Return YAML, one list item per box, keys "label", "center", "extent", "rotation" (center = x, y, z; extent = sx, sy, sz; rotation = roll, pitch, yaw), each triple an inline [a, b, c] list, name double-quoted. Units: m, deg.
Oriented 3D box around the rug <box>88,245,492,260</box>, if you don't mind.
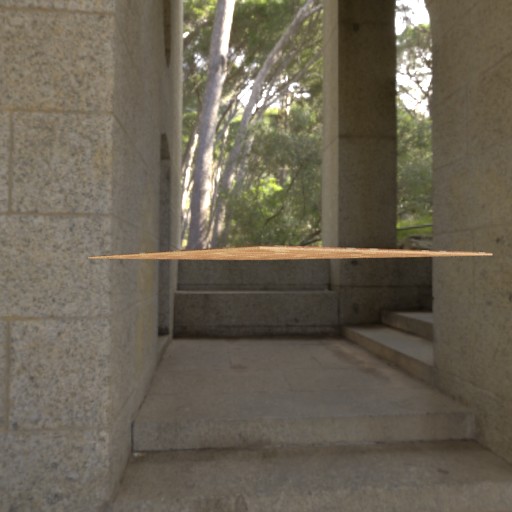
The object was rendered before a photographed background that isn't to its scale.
- label: "rug"
  center: [0.000, 0.000, 2.910]
  extent: [1.555, 0.016, 2.286]
  rotation: [1, -2, -35]
